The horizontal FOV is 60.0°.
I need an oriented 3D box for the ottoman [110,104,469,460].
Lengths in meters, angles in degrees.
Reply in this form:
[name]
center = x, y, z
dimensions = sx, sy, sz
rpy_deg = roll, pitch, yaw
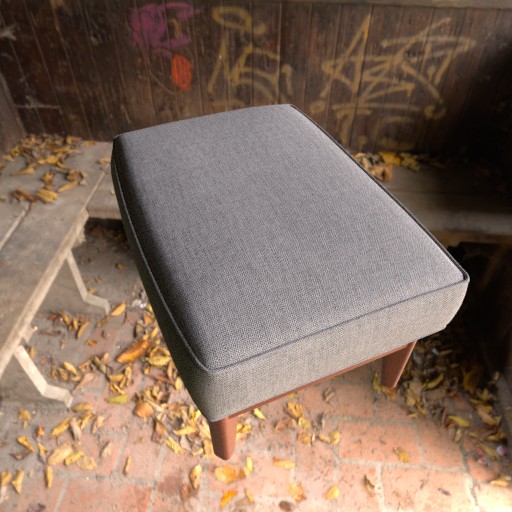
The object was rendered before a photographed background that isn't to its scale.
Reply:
[ottoman]
center = 0.000, 0.000, 1.072
dimensions = 0.555, 0.458, 0.750
rpy_deg = -17, 48, -16
